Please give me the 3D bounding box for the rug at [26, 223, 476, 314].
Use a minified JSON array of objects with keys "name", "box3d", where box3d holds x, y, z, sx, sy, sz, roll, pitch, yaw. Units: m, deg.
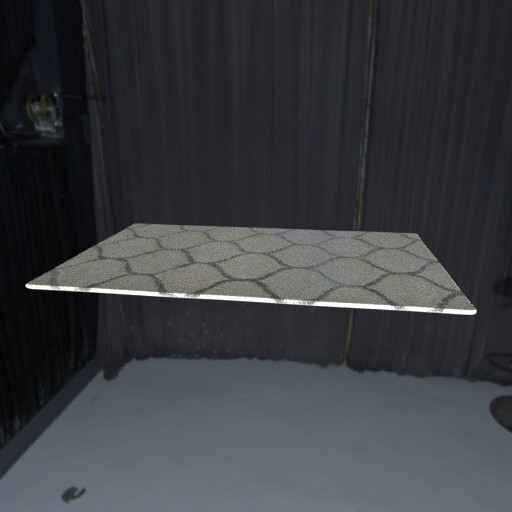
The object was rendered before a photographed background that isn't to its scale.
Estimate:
[{"name":"rug","box3d":[0.000,0.000,2.970,2.348,0.024,1.501,3,18,8]}]
